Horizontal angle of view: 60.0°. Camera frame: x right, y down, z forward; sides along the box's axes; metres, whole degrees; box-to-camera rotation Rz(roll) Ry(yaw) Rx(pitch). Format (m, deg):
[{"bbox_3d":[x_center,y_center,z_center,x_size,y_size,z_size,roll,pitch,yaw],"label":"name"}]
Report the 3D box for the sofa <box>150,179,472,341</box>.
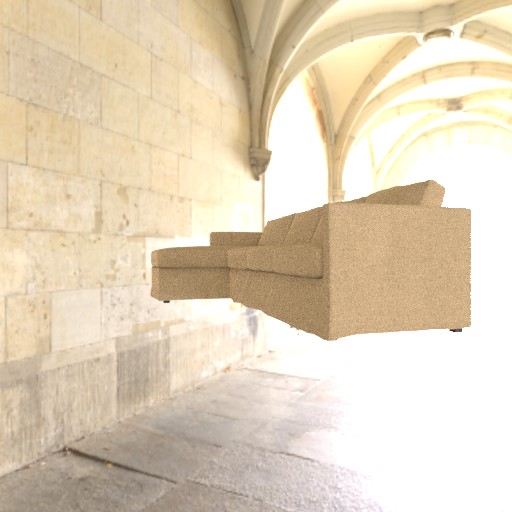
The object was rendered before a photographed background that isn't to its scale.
[{"bbox_3d":[0.000,0.000,3.834,1.650,0.922,3.205,0,0,-17],"label":"sofa"}]
